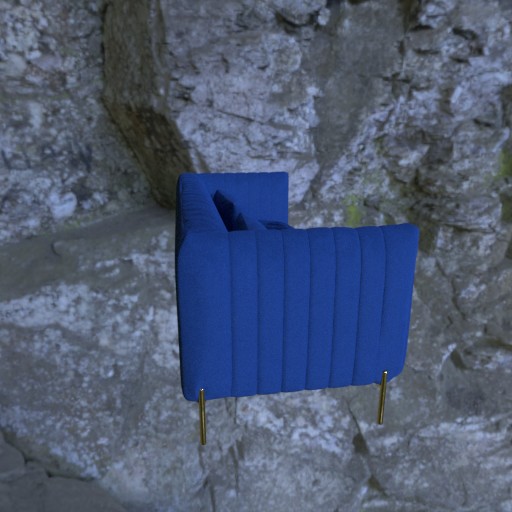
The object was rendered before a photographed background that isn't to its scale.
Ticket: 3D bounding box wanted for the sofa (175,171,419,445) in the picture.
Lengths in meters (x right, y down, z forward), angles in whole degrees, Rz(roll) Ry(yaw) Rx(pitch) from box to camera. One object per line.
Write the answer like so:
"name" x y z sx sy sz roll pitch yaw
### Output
"sofa" 0.000 0.000 2.563 0.896 0.793 2.136 -3 16 -9
